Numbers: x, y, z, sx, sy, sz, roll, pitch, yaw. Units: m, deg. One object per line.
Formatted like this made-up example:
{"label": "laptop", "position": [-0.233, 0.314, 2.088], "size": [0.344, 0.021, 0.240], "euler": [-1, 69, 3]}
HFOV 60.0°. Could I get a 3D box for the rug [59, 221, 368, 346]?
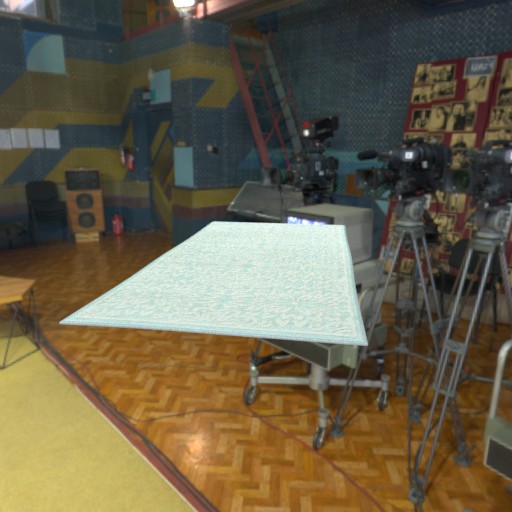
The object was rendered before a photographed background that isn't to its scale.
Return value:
{"label": "rug", "position": [0.000, 0.000, 1.422], "size": [0.604, 0.007, 1.219], "euler": [2, 14, 9]}
